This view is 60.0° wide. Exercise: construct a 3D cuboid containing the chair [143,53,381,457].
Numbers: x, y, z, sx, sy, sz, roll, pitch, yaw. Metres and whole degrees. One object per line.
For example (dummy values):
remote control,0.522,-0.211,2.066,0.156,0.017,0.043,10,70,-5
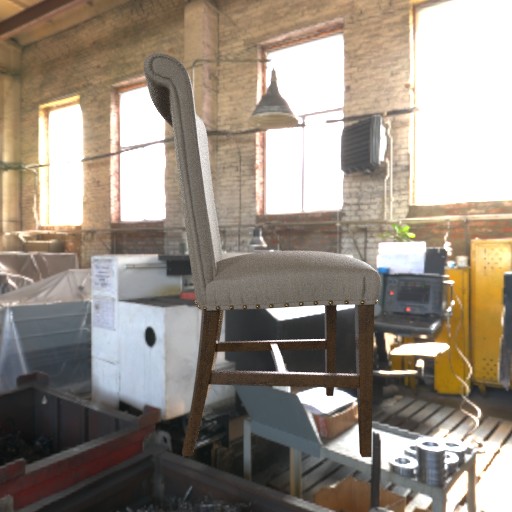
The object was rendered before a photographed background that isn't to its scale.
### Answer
chair,0.000,0.000,1.322,0.608,0.988,0.513,0,1,-2
